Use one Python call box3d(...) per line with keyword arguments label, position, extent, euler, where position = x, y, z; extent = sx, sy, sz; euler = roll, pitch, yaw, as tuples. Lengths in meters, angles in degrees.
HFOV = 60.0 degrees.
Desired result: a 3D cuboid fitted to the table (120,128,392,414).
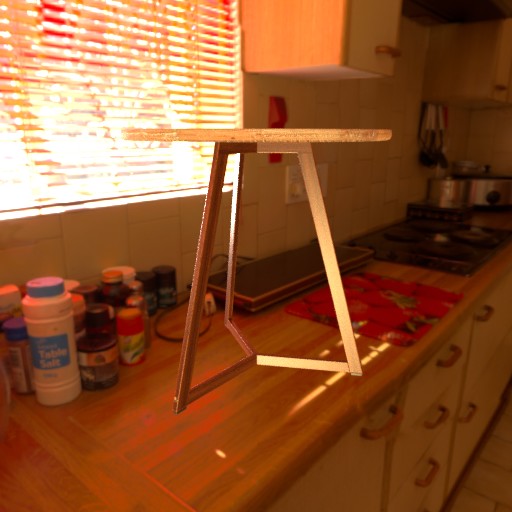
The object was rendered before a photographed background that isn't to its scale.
box3d(label="table", position=(0.000, 0.000, 0.915), extent=(0.500, 0.500, 0.500), euler=(0, 15, 0))
